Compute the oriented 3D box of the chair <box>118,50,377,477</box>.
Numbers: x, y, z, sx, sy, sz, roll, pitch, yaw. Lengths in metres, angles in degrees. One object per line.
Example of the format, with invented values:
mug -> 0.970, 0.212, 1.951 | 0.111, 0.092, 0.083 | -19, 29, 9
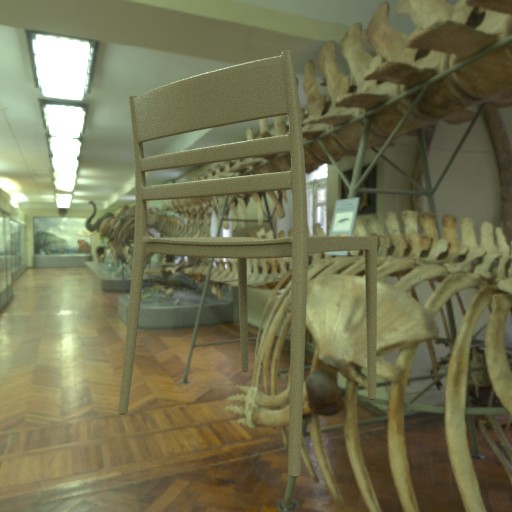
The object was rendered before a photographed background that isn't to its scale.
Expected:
chair -> 0.000, 0.000, 1.154 | 0.531, 0.800, 0.511 | 2, 3, 36
